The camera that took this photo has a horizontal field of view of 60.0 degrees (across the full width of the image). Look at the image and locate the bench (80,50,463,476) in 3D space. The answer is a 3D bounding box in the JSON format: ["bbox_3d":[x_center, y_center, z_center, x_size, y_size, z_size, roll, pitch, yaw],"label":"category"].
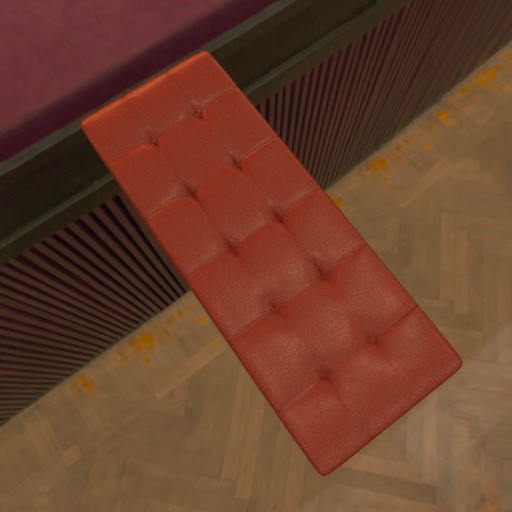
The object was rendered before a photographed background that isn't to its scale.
[{"bbox_3d":[0.000,0.000,1.326,0.432,0.460,1.105,-34,77,-9],"label":"bench"}]
